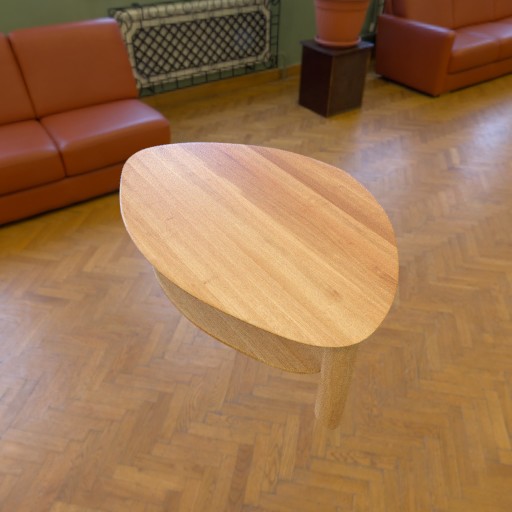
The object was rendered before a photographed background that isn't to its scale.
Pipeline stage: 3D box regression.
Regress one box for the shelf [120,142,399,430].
[{"bbox_3d":[0.000,0.000,1.661,0.845,0.440,1.246,-25,46,-26],"label":"shelf"}]
